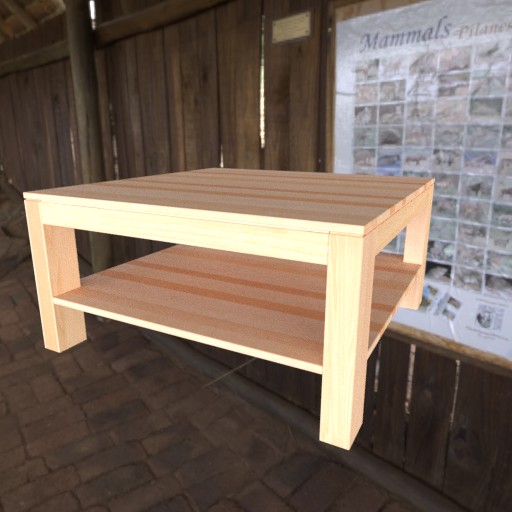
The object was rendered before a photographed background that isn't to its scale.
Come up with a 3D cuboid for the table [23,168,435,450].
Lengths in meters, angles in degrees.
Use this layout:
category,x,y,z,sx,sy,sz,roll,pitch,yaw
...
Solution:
category,x,y,z,sx,sy,sz,roll,pitch,yaw
table,0.000,0.000,1.396,0.900,0.450,0.900,8,18,27
